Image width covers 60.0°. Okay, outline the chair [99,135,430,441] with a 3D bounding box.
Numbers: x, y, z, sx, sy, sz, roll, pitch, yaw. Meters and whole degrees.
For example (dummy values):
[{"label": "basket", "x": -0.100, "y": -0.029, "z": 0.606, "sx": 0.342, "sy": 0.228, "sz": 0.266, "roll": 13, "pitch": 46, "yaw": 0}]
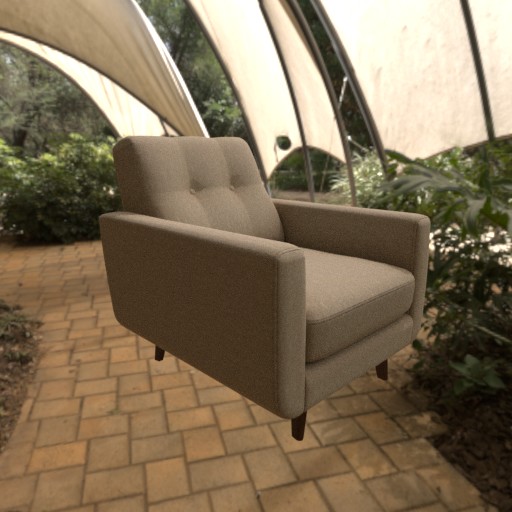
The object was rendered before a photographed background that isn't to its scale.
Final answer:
[{"label": "chair", "x": 0.000, "y": 0.000, "z": 1.829, "sx": 0.897, "sy": 0.965, "sz": 1.128, "roll": -13, "pitch": 19, "yaw": -43}]
